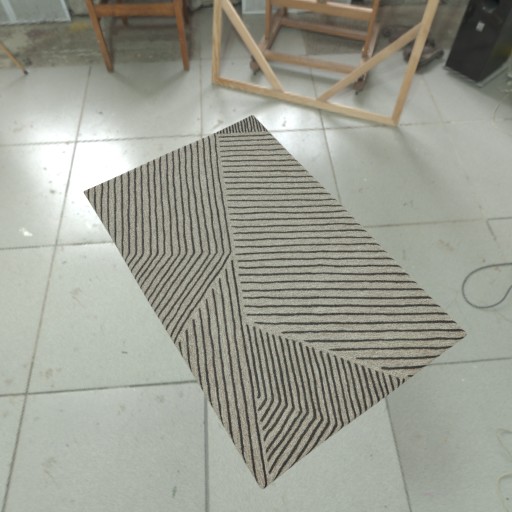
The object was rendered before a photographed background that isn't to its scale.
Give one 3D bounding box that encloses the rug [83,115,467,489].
[{"bbox_3d":[0.000,0.000,3.038,1.539,0.023,2.406,-30,63,-17],"label":"rug"}]
